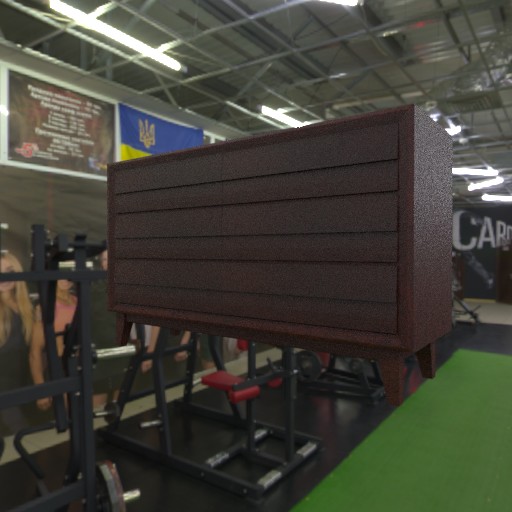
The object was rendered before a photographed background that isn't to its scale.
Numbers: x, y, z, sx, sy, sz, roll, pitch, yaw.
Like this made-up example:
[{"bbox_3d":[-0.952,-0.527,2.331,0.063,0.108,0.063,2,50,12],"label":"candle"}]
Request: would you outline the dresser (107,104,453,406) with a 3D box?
[{"bbox_3d":[0.000,0.000,2.073,1.609,0.971,0.499,1,1,37],"label":"dresser"}]
